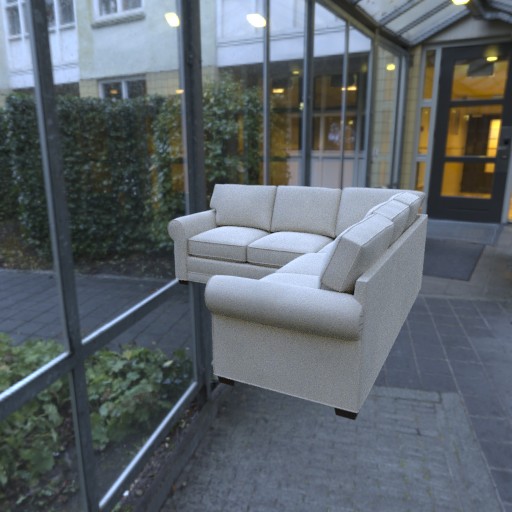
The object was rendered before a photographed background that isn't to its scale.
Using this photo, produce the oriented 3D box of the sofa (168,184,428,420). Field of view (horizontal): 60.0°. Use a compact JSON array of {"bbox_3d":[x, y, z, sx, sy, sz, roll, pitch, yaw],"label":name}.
[{"bbox_3d":[0.000,0.000,3.850,2.487,1.054,2.569,7,16,26],"label":"sofa"}]
